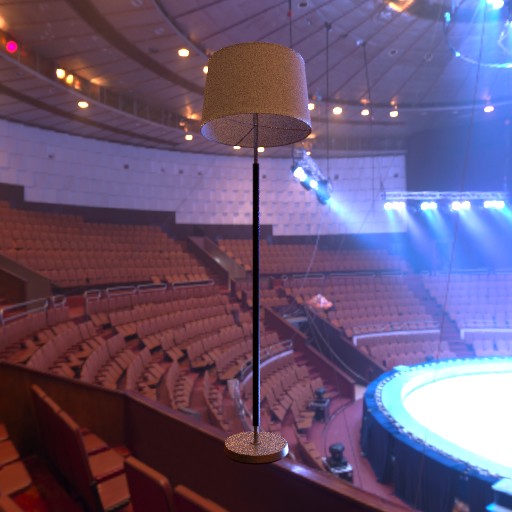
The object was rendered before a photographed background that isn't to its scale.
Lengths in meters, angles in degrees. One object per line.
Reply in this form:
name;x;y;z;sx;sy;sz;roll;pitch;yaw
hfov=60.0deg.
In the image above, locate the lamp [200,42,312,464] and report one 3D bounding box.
lamp;0.000;0.000;1.669;0.420;1.447;0.420;0;-2;0
